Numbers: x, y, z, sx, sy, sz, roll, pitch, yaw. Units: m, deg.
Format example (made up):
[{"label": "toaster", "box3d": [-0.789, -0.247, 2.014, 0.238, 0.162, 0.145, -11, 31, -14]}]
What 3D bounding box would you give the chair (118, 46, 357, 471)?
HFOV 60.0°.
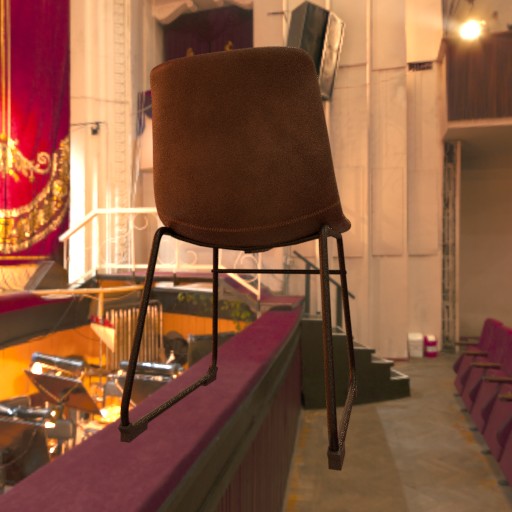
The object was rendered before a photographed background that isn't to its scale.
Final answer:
[{"label": "chair", "box3d": [0.000, 0.000, 1.093, 0.460, 0.780, 0.551, 0, 0, 16]}]
